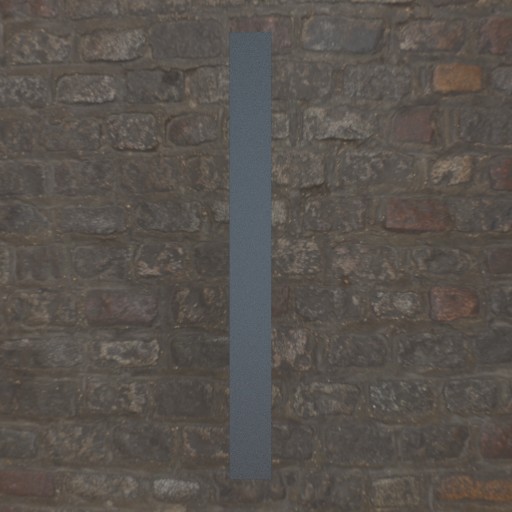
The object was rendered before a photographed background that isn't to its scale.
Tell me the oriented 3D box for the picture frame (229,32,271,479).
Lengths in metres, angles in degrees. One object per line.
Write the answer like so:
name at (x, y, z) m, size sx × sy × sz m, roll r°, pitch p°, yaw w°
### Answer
picture frame at (0.000, 0.000, 0.473) m, size 0.030 × 0.317 × 0.317 m, roll 0°, pitch 90°, yaw 1°
